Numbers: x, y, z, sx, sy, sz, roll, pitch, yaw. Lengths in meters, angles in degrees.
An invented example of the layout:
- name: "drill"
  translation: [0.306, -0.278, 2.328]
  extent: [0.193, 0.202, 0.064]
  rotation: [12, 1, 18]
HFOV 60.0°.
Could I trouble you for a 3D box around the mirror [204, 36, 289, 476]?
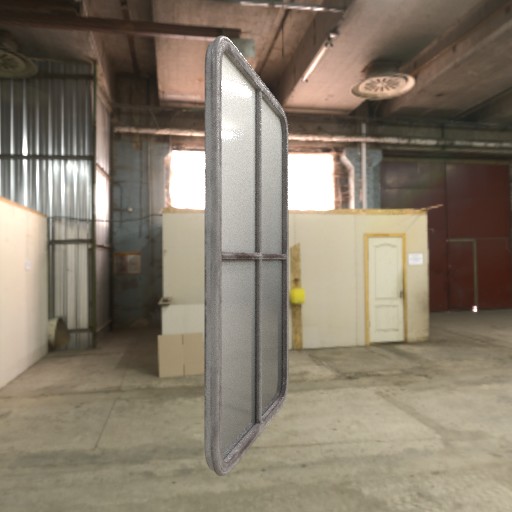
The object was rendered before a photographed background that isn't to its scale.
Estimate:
- name: "mirror"
  translation: [0.000, 0.000, 0.893]
  extent: [0.024, 0.713, 0.461]
  rotation: [0, 0, 18]
